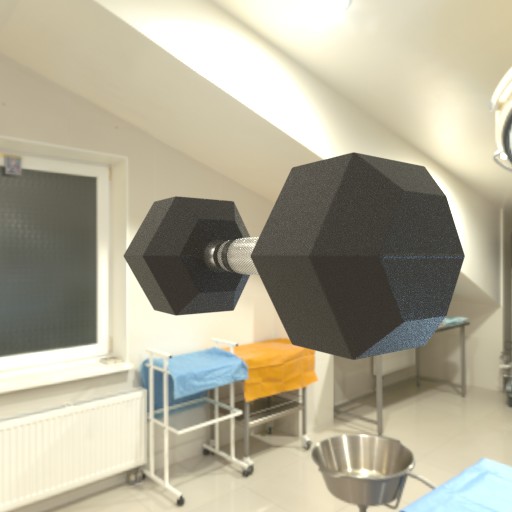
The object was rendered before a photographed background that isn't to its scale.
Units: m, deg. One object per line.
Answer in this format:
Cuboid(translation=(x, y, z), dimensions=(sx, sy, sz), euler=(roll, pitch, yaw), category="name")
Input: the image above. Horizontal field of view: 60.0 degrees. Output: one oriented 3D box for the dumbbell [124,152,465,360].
Cuboid(translation=(0.000, 0.000, 0.368), dimensions=(0.129, 0.113, 0.315), euler=(0, 0, -36), category="dumbbell")
